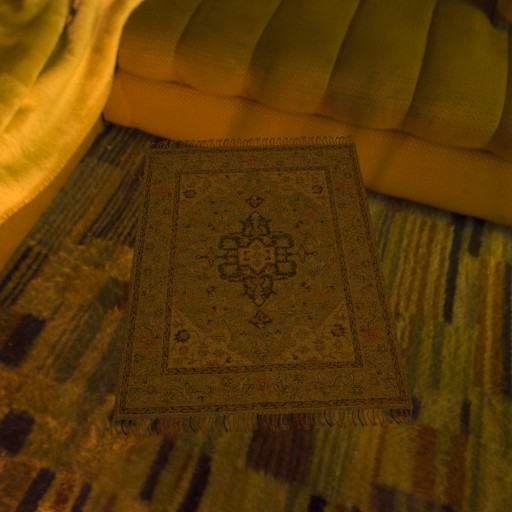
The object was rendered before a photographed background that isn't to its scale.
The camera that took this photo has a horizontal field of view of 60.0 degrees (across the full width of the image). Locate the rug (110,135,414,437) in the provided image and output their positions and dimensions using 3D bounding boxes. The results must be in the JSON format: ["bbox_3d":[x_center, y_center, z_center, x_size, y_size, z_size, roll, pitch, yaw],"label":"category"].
[{"bbox_3d":[0.000,0.000,3.531,1.971,0.010,2.651,-2,58,-1],"label":"rug"}]
